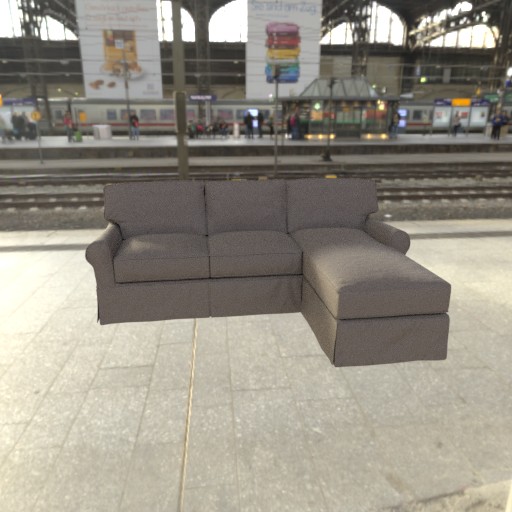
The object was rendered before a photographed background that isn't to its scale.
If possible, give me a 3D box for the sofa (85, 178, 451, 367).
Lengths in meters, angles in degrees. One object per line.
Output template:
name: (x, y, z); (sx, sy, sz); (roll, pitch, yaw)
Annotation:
sofa: (0.000, 0.000, 3.351); (2.475, 0.978, 1.733); (-2, 17, -8)
